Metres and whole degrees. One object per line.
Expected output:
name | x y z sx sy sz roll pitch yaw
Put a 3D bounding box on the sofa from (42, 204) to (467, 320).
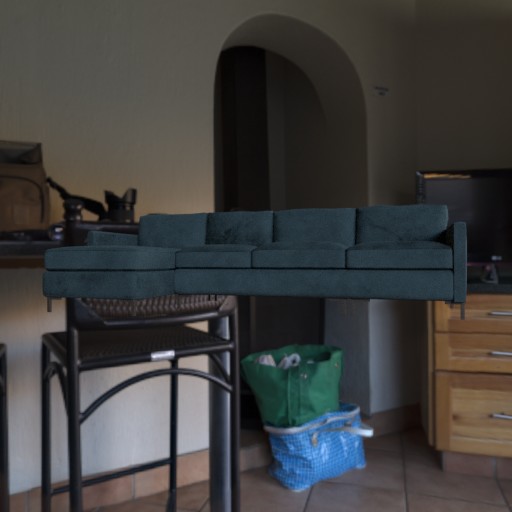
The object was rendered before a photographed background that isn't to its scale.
sofa | 0.000 0.000 3.961 3.400 0.967 1.500 0 -1 19
